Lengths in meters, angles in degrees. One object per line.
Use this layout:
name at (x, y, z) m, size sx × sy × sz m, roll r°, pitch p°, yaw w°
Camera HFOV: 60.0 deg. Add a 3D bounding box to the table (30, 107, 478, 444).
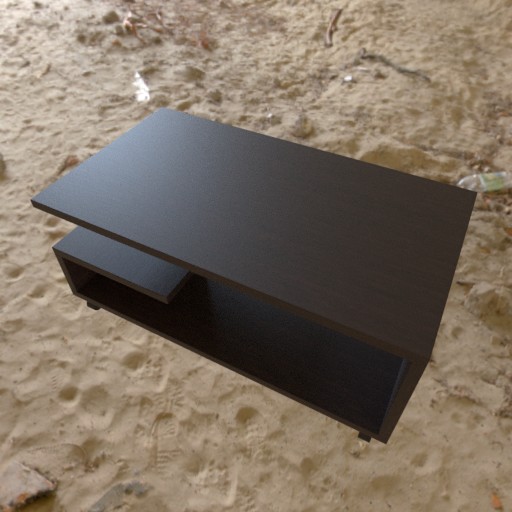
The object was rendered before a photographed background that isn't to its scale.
table at (0.000, 0.000, 1.354) m, size 1.050 × 0.460 × 0.590 m, roll 20°, pitch 49°, yaw 19°
